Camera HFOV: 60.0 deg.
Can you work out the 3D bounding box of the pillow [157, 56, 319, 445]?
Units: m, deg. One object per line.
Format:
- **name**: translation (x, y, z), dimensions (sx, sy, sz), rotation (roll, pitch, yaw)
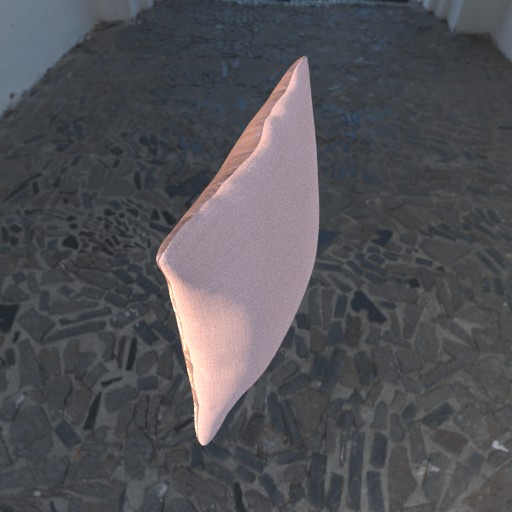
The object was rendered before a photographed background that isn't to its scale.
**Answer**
- **pillow**: translation (0.000, 0.000, 0.720), dimensions (0.175, 0.464, 0.470), rotation (16, 49, 15)
